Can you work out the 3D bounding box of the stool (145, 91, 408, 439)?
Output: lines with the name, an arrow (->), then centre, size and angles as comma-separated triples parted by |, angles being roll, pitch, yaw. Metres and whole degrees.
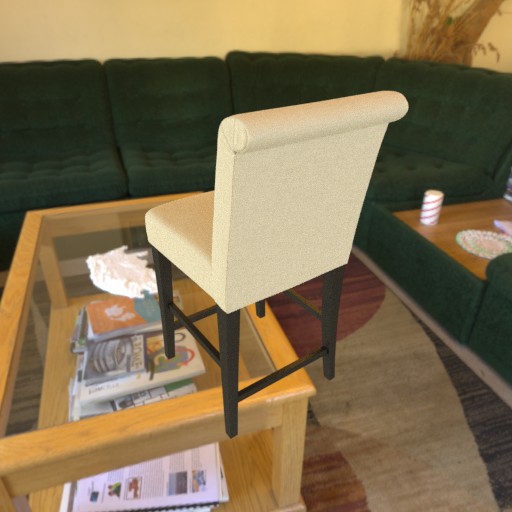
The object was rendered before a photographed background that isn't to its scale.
stool -> 0.000, 0.000, 1.334 | 0.452, 0.976, 0.597 | -20, 36, -30
